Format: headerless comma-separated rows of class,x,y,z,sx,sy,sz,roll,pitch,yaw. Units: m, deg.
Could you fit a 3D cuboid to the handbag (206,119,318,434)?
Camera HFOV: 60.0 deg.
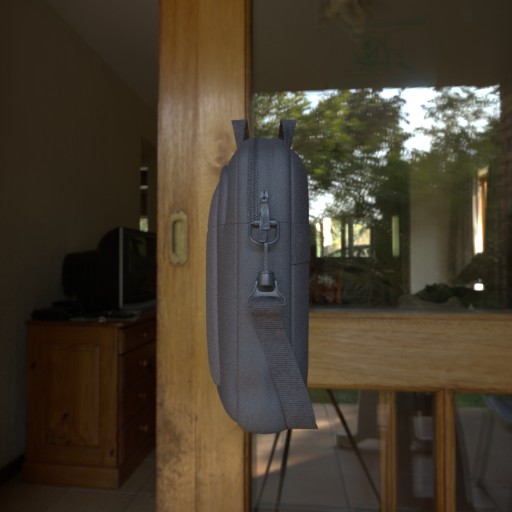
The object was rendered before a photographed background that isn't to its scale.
handbag,0.000,0.000,0.429,0.089,0.244,0.320,0,-1,1
